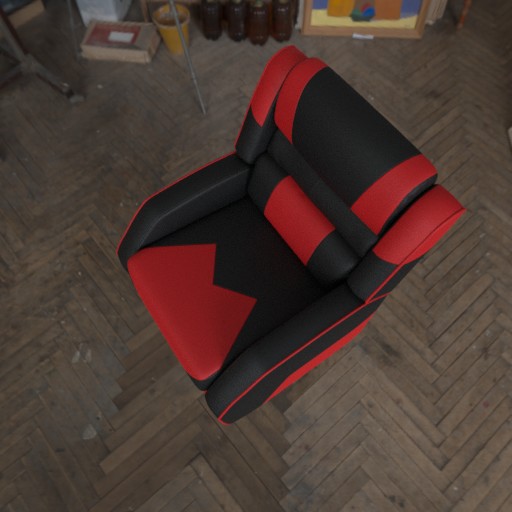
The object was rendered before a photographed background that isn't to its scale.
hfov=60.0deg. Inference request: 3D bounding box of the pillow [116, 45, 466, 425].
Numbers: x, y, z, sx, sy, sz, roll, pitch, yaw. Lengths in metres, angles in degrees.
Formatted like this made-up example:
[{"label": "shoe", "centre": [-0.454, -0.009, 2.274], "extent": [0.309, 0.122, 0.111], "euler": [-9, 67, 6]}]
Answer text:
[{"label": "pillow", "centre": [0.000, 0.000, 1.276], "extent": [0.672, 0.805, 0.620], "euler": [-32, 68, -14]}]
